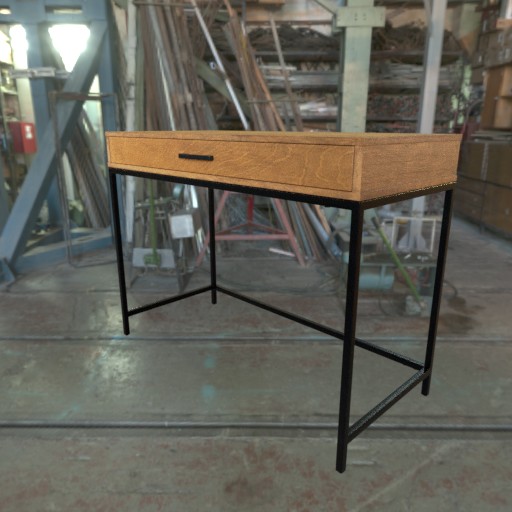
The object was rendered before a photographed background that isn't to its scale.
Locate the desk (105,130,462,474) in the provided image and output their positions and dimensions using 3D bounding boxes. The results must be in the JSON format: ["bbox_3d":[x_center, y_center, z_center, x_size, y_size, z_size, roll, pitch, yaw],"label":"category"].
[{"bbox_3d":[0.000,0.000,1.421,0.470,0.762,1.016,-16,23,-42],"label":"desk"}]
